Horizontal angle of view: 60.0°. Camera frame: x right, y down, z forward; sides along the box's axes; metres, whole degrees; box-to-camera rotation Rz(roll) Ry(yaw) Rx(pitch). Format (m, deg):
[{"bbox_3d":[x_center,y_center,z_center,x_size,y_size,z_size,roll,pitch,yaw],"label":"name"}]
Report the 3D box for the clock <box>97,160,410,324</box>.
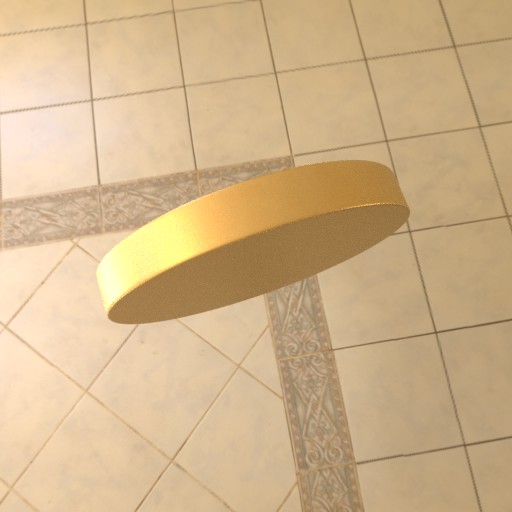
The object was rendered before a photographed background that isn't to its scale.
[{"bbox_3d":[0.000,0.000,0.463,0.314,0.314,0.040,-18,78,-4],"label":"clock"}]
